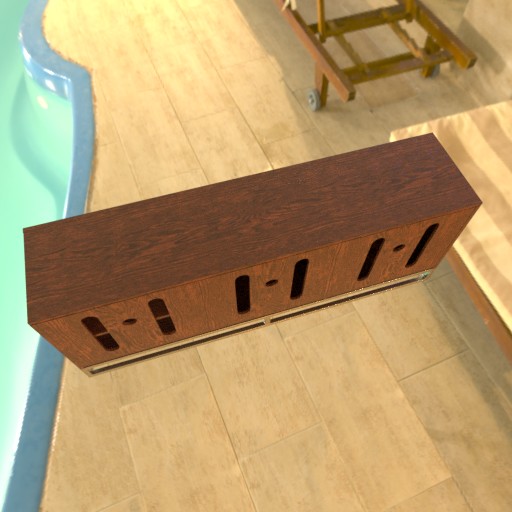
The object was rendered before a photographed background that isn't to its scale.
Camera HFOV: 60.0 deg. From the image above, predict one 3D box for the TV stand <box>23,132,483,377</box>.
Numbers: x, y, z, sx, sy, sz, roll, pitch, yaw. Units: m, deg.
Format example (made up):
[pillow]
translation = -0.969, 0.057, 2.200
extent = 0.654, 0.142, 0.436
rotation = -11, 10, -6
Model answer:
[TV stand]
translation = 0.000, 0.000, 1.772
extent = 1.541, 0.578, 0.382
rotation = -15, 60, -9
